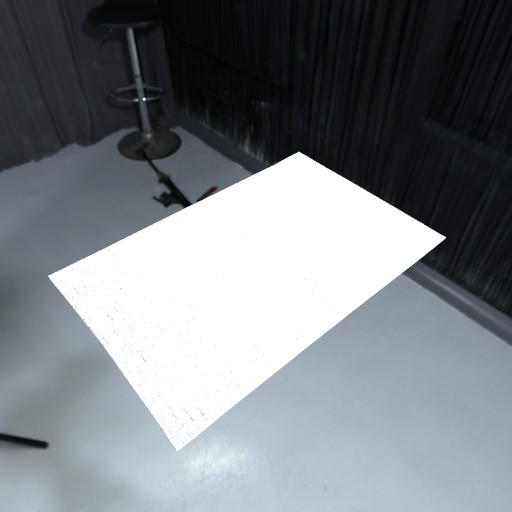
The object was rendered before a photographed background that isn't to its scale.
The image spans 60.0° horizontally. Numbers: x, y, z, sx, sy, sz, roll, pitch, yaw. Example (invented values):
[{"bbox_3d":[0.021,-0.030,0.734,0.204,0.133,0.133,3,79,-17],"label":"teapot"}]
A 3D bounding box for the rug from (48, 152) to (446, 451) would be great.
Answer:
[{"bbox_3d":[0.000,0.000,2.329,1.773,0.021,1.149,-31,53,-27],"label":"rug"}]
